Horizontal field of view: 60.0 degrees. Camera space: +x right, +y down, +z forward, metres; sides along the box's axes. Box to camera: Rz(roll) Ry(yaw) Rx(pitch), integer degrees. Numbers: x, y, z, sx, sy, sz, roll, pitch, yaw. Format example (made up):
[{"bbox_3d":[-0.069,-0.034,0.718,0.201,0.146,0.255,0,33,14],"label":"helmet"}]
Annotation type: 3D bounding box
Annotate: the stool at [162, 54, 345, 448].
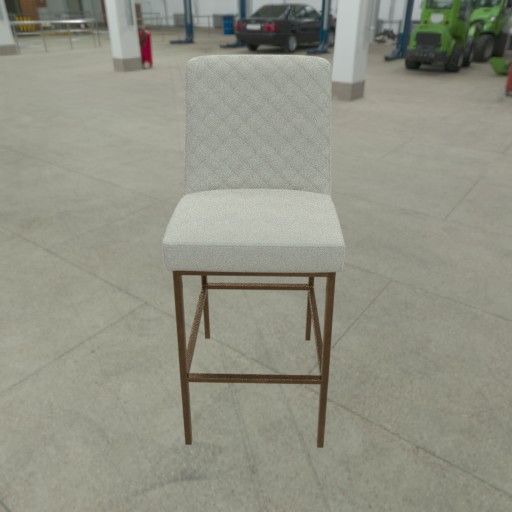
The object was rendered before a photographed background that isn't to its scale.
[{"bbox_3d":[0.000,0.000,1.362,0.462,1.084,0.546,1,30,1],"label":"stool"}]
